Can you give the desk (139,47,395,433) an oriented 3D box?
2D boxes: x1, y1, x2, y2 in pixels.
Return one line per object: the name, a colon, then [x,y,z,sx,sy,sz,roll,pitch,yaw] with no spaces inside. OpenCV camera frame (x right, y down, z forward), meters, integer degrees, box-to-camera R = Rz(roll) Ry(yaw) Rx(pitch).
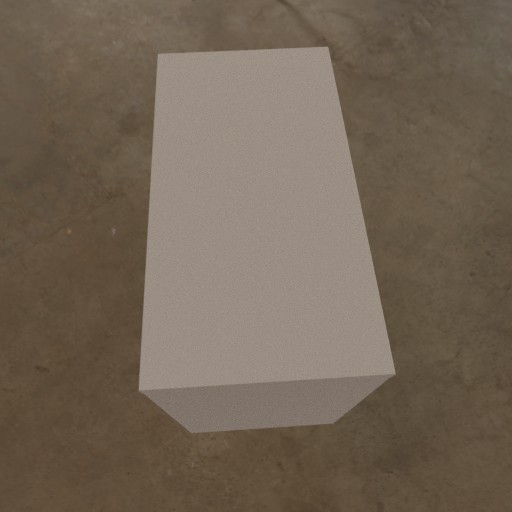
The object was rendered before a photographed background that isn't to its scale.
desk: [0.000,0.000,1.336,0.482,0.730,0.898,-3,63,-2]
